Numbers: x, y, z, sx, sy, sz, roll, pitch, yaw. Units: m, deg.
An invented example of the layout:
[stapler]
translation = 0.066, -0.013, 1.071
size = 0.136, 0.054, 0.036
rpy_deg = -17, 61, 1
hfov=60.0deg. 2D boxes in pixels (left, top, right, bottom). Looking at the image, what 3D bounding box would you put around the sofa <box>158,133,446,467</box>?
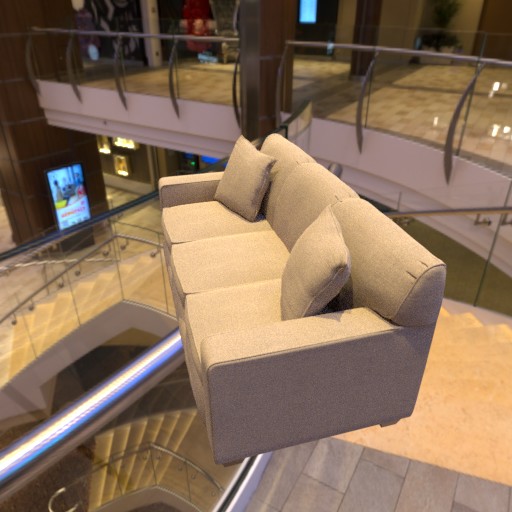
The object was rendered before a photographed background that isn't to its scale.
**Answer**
[sofa]
translation = 0.000, 0.000, 2.591
size = 0.997, 0.958, 2.024
rpy_deg = -8, 31, -14
